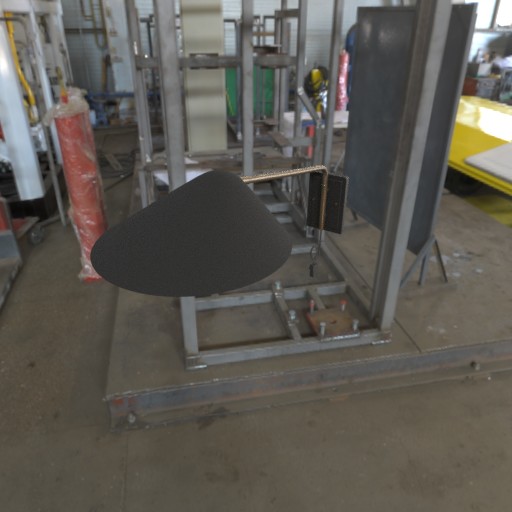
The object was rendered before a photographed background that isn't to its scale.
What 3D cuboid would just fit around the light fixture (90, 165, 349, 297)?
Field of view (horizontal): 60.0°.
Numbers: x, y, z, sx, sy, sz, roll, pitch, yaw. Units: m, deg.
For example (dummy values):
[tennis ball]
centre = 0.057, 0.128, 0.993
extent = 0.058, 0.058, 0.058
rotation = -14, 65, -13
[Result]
[light fixture]
centre = 0.000, 0.000, 0.680
extent = 0.240, 0.312, 0.516
rotation = 17, 33, 29
